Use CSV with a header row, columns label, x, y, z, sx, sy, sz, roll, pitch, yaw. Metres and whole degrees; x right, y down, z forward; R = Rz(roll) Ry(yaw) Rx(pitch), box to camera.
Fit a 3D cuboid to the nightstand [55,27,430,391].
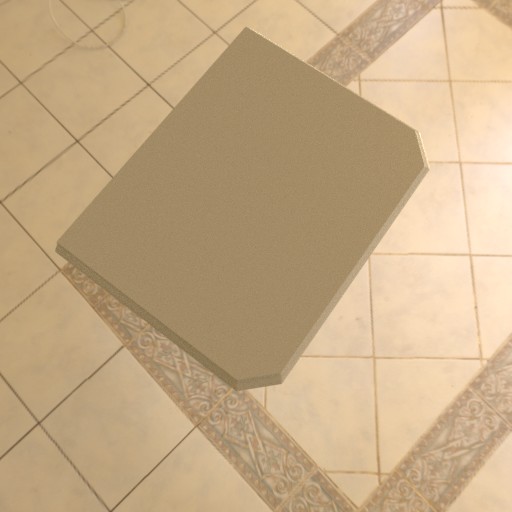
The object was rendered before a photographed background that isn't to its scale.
label,x,y,z,sx,sy,sz,roll,pitch,yaw
nightstand,0.000,0.000,0.939,0.350,0.680,0.450,35,78,9
